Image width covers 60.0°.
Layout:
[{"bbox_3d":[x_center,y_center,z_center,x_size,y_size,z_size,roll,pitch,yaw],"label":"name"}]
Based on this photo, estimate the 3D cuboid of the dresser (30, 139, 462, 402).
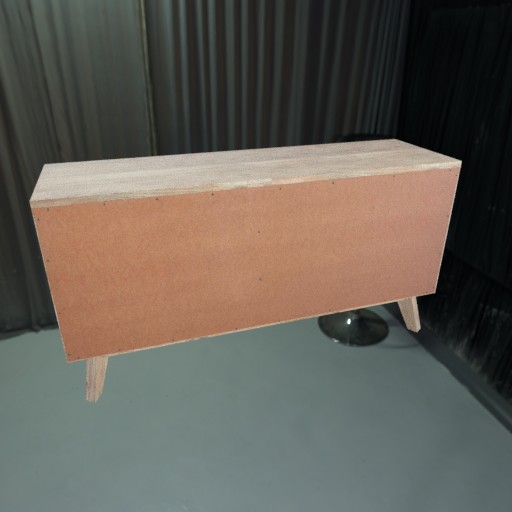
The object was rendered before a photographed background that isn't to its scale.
[{"bbox_3d":[0.000,0.000,1.894,1.554,0.805,0.455,-8,27,-16],"label":"dresser"}]
